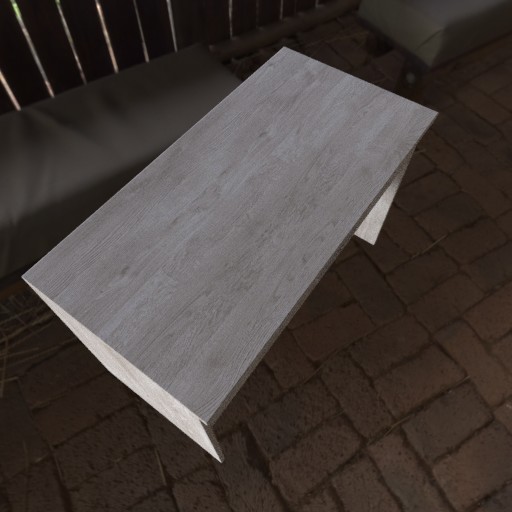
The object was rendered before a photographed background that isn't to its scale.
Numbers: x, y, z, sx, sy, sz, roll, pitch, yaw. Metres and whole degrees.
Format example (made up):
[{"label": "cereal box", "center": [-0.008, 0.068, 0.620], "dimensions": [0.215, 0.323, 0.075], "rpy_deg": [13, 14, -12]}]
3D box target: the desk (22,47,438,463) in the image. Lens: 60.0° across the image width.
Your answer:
[{"label": "desk", "center": [0.000, 0.000, 1.496], "dimensions": [0.560, 0.730, 1.100], "rpy_deg": [32, 64, 18]}]
